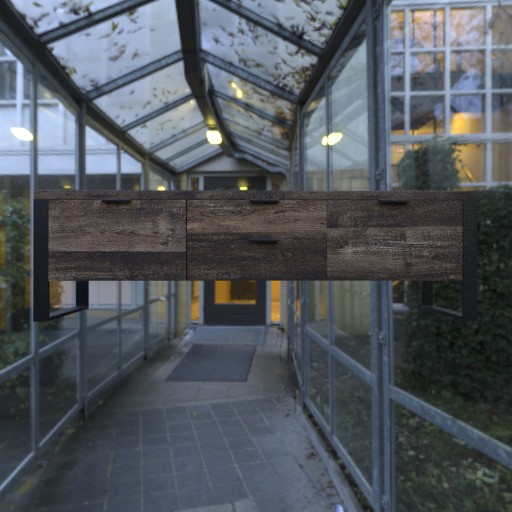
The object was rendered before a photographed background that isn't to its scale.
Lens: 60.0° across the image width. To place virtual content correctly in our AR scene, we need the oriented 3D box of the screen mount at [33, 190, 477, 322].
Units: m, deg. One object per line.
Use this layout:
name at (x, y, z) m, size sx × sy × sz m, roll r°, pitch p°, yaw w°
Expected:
screen mount at (0.000, 0.000, 1.708) m, size 1.524 × 0.450 × 0.395 m, roll 0°, pitch 0°, yaw -1°
